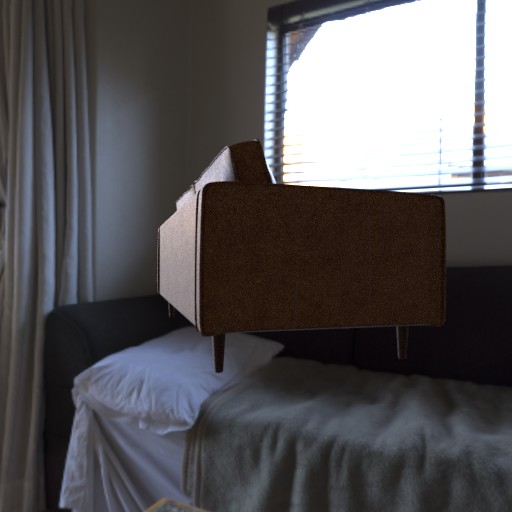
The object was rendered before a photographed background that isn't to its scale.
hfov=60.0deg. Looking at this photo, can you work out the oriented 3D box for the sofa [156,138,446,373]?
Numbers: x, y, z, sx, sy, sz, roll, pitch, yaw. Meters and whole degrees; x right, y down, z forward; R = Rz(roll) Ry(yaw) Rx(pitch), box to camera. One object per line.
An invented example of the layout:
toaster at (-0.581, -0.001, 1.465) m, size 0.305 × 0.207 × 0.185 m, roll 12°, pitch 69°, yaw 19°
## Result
sofa at (0.000, 0.000, 2.398) m, size 0.924 × 0.825 × 1.920 m, roll 0°, pitch -1°, yaw -17°
